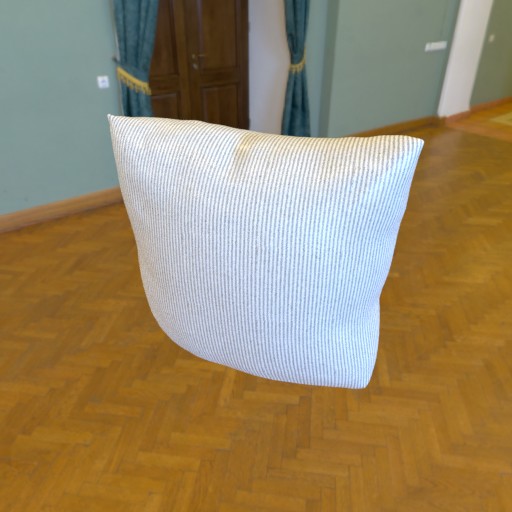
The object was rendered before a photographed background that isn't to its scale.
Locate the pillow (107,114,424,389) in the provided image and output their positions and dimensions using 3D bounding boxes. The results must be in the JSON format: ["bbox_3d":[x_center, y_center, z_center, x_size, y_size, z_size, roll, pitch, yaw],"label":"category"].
[{"bbox_3d":[0.000,0.000,0.716,0.310,0.432,0.387,-22,38,-32],"label":"pillow"}]
